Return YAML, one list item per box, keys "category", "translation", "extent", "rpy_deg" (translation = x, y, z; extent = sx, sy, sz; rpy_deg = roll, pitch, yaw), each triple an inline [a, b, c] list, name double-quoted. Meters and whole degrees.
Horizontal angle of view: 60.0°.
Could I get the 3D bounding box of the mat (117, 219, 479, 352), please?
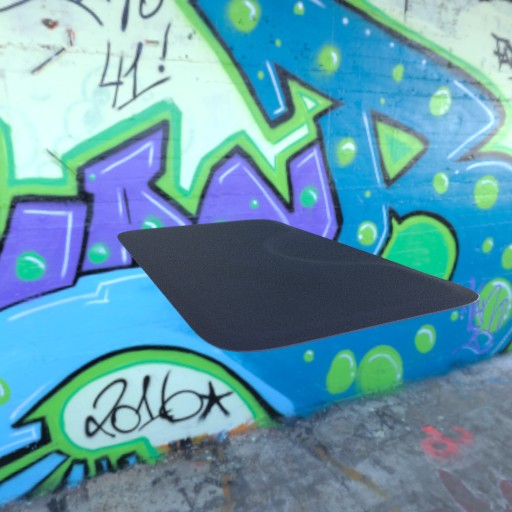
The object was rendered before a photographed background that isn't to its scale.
- category: "mat"
  translation: [0.000, 0.000, 1.829]
  extent: [0.918, 0.013, 1.524]
  rpy_deg: [-7, 17, -25]
